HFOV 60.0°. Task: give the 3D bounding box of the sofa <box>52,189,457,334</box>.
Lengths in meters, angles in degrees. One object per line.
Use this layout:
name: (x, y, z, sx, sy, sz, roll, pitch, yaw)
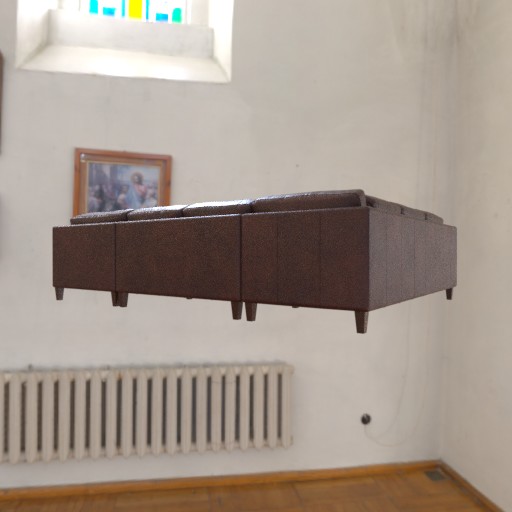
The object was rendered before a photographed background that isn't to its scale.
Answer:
sofa: (0.000, 0.000, 4.507, 3.324, 0.891, 2.452, 0, 0, 35)
